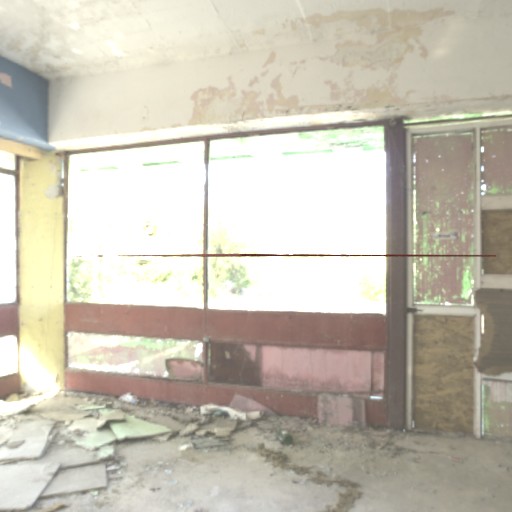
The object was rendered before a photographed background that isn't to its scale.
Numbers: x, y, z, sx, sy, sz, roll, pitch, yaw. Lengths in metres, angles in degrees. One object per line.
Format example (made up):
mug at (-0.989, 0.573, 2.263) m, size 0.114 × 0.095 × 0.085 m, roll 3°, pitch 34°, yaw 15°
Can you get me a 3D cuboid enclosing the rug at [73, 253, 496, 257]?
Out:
rug at (0.000, 0.000, 3.954) m, size 2.387 × 0.013 × 3.053 m, roll 0°, pitch 0°, yaw -36°
